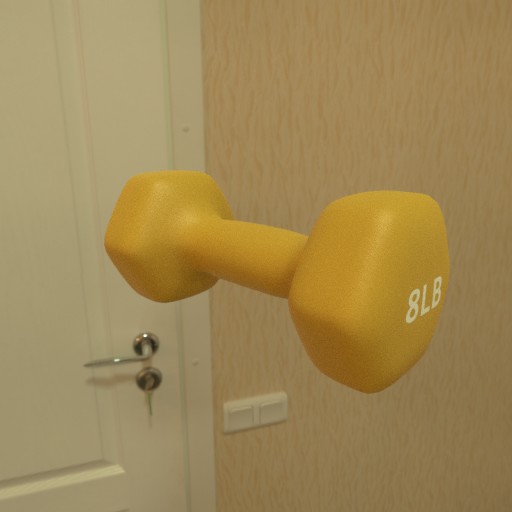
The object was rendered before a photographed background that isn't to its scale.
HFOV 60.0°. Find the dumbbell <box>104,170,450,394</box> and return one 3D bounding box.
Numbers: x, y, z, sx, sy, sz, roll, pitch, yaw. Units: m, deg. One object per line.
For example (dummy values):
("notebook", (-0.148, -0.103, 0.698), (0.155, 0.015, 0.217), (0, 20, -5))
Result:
("dumbbell", (0.000, 0.000, 0.241), (0.190, 0.082, 0.090), (15, 22, 42))
